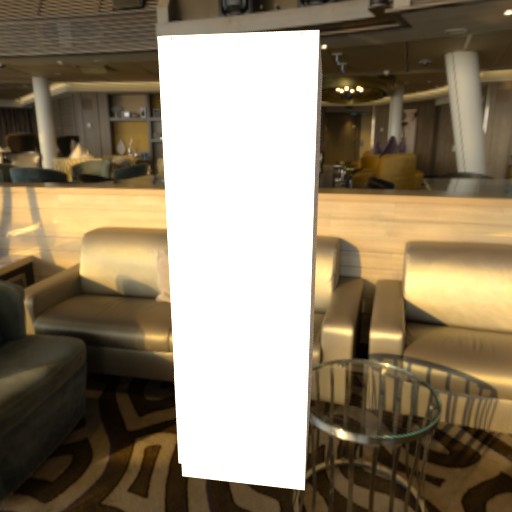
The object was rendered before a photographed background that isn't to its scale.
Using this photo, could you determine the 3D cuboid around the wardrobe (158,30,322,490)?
[{"bbox_3d":[0.000,0.000,2.201,0.577,1.808,0.991,2,14,9],"label":"wardrobe"}]
